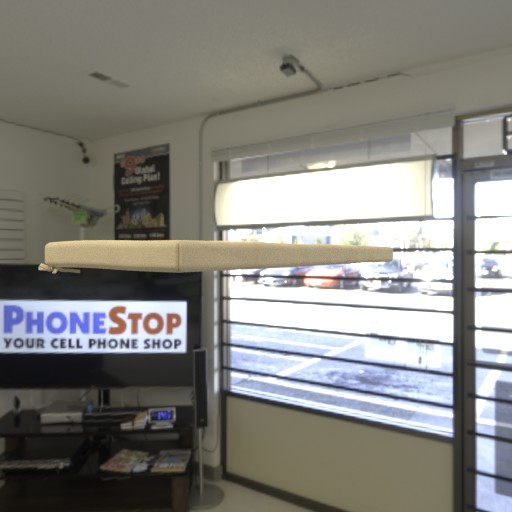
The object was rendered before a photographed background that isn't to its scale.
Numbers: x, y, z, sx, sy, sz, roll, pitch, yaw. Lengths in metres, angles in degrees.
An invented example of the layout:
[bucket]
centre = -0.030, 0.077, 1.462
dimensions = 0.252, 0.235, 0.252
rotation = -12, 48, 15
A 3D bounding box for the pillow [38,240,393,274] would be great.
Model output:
[pillow]
centre = 0.000, 0.000, 1.383
dimensions = 0.492, 0.081, 1.187
rotation = 0, 1, 36
